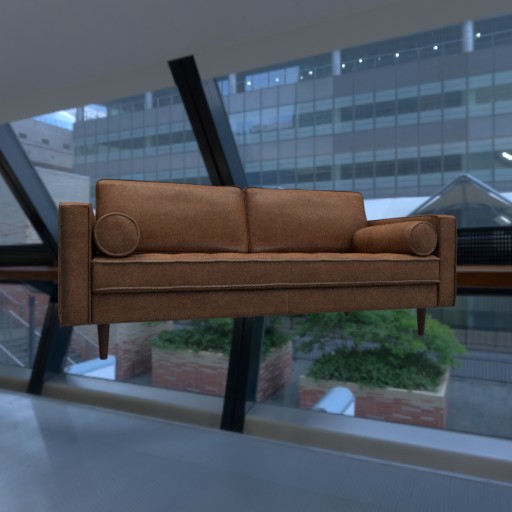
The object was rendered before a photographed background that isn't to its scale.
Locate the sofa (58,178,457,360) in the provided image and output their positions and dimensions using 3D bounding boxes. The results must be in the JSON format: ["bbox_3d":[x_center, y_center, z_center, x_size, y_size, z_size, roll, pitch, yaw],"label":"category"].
[{"bbox_3d":[0.000,0.000,2.396,1.920,0.825,0.924,0,0,-19],"label":"sofa"}]
